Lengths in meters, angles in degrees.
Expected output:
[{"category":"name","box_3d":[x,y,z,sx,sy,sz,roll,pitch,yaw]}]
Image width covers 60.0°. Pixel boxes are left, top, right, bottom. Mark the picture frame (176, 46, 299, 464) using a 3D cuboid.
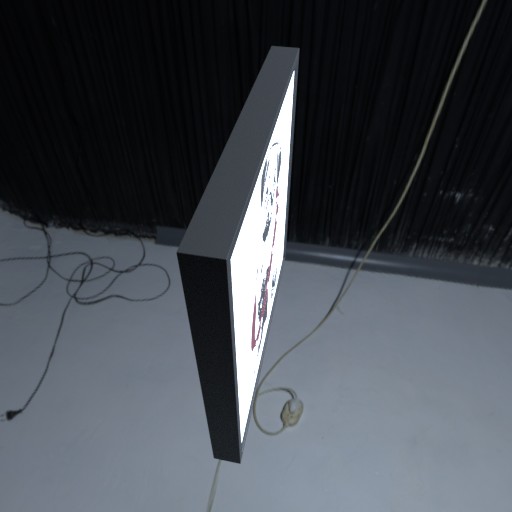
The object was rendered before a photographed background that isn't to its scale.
[{"category":"picture frame","box_3d":[0.000,0.000,0.475,0.030,0.317,0.317,8,46,8]}]
